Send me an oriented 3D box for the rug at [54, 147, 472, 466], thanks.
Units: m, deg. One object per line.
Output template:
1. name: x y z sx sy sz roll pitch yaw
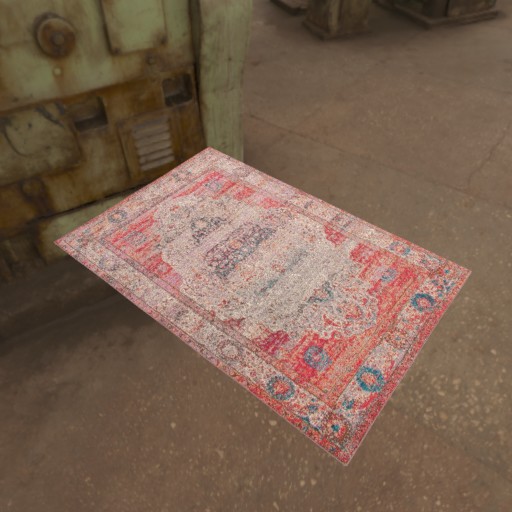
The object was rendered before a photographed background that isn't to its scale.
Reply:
1. rug: 0.000 0.000 2.316 1.829 0.006 1.219 30 53 26
